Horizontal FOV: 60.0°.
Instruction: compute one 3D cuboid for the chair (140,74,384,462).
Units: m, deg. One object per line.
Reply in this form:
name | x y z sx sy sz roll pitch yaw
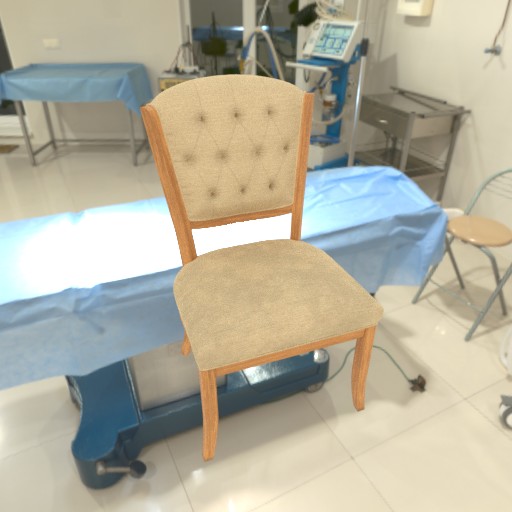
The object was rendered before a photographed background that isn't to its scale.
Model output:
chair | 0.000 0.000 1.287 0.513 0.905 0.584 -11 33 -17
